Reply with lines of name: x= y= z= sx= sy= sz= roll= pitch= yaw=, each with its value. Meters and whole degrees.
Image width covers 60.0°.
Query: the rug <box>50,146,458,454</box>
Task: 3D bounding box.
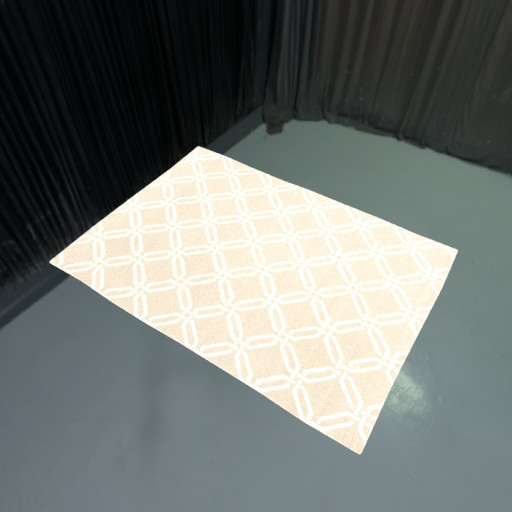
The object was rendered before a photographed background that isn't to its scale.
rug: x=0.000 y=0.000 z=2.813 sx=2.135 sy=0.013 sz=1.524 roll=26 pitch=53 yaw=22
